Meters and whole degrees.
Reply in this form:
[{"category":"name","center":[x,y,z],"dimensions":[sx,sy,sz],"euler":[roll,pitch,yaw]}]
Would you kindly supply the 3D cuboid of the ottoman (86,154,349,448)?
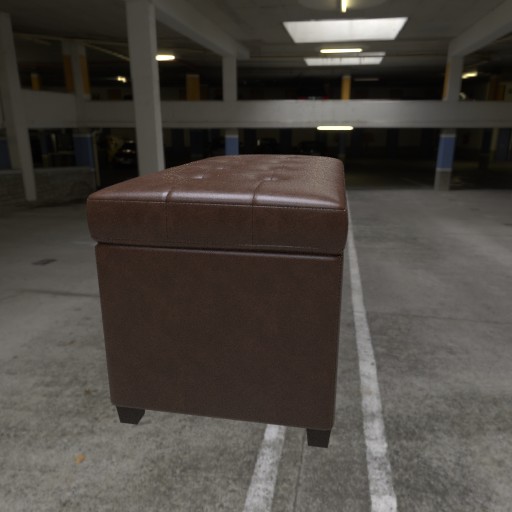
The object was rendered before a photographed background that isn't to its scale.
[{"category":"ottoman","center":[0.000,0.000,1.137],"dimensions":[0.432,0.470,0.838],"euler":[3,17,10]}]
